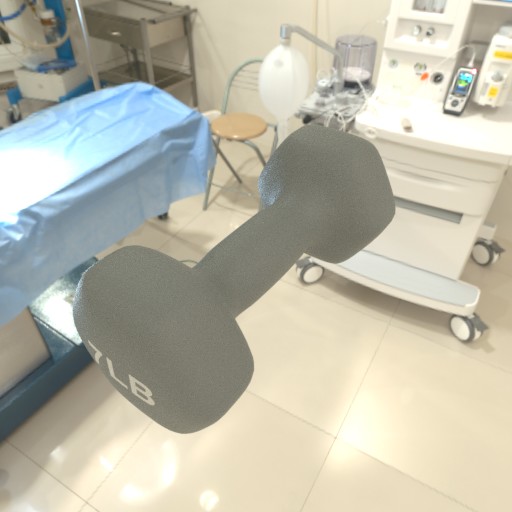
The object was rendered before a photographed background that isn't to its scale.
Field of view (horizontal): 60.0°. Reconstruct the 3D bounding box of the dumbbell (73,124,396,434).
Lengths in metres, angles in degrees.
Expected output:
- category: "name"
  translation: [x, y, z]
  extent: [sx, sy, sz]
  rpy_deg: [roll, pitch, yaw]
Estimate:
- category: "dumbbell"
  translation: [0.000, 0.000, 0.235]
  extent: [0.090, 0.081, 0.184]
  rpy_deg: [27, 48, 27]
